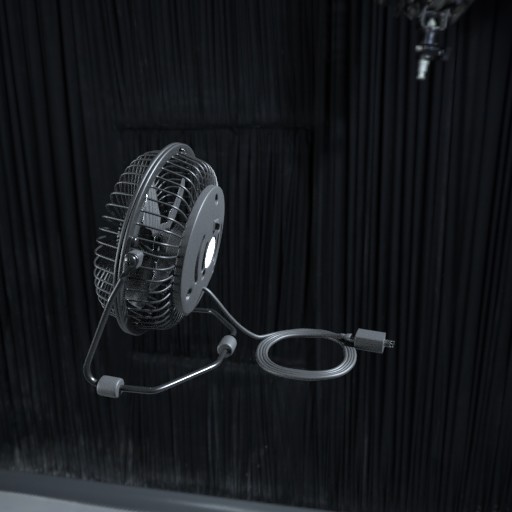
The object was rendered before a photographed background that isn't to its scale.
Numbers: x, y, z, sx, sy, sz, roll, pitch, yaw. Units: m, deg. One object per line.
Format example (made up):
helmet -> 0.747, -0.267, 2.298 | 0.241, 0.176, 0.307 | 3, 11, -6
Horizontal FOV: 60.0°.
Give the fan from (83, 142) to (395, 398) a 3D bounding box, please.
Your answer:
fan -> 0.000, 0.000, 0.306 | 0.202, 0.152, 0.153 | 3, 15, 10
